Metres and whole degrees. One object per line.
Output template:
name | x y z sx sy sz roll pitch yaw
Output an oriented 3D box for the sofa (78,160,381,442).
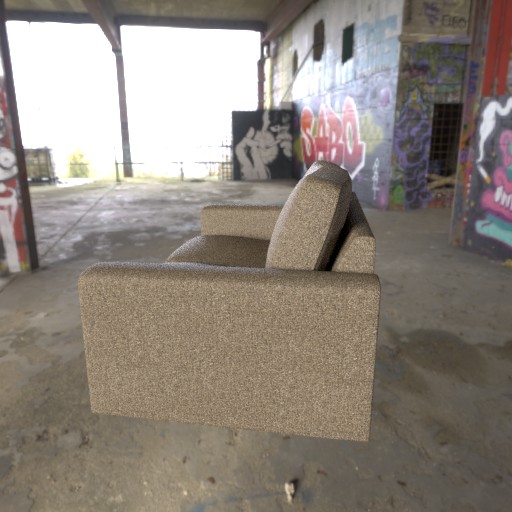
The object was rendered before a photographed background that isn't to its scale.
sofa | 0.000 0.000 2.178 1.016 0.873 1.616 2 15 9
